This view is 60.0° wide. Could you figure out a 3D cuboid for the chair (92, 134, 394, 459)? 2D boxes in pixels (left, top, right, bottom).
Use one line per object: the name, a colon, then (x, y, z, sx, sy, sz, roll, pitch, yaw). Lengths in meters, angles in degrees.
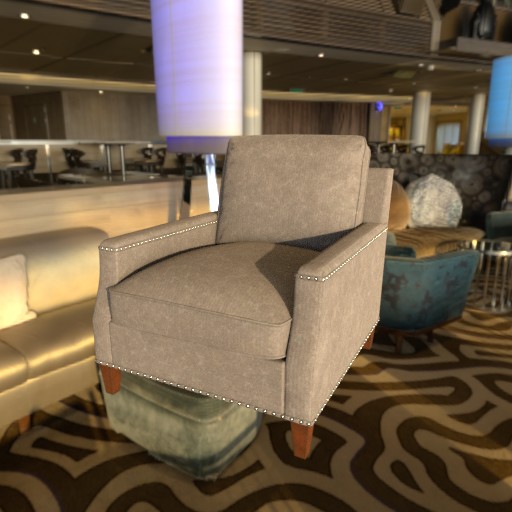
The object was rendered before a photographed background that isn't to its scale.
chair: (0.000, 0.000, 1.770, 0.853, 0.948, 1.014, 7, 16, 26)
